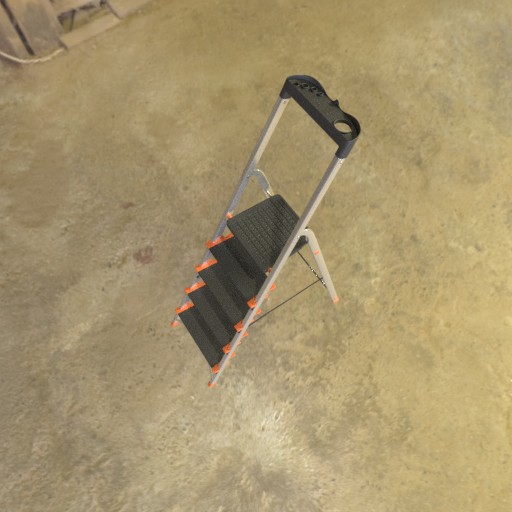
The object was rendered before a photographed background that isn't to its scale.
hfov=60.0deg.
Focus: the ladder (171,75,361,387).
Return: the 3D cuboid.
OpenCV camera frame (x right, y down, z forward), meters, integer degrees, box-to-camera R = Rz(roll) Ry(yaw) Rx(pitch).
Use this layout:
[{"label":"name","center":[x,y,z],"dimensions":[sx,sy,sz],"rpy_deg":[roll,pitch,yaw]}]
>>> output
[{"label":"ladder","center":[0.000,0.000,2.127],"dimensions":[0.995,1.646,0.480],"rpy_deg":[-31,68,-14]}]
